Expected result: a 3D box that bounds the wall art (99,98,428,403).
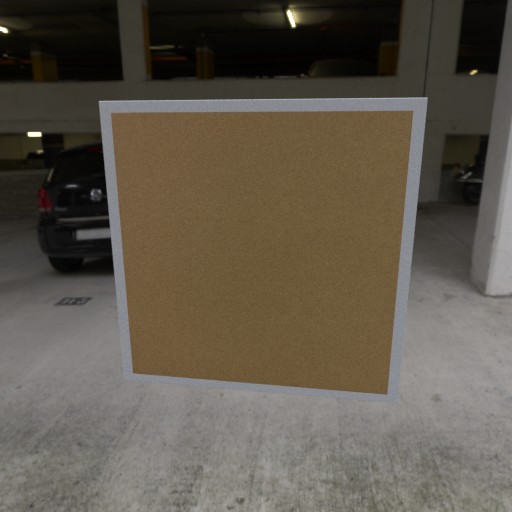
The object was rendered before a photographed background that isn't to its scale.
[{"bbox_3d":[0.000,0.000,0.764,0.508,0.507,0.035,2,16,8],"label":"wall art"}]
